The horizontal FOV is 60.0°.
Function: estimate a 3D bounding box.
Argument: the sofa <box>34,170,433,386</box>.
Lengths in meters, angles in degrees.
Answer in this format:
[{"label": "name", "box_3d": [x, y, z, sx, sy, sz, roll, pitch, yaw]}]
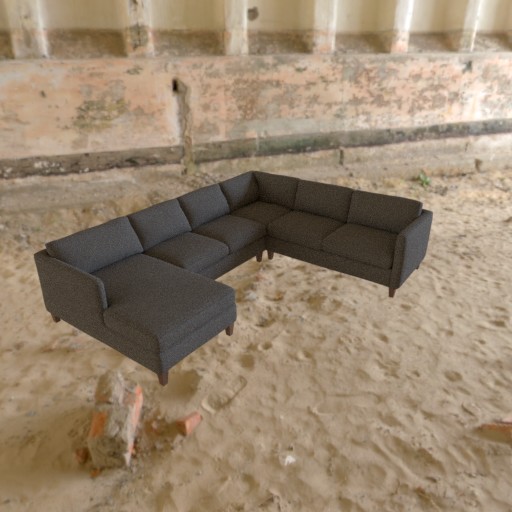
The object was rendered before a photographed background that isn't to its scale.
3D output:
[{"label": "sofa", "box_3d": [0.000, 0.000, 4.482, 2.551, 0.853, 3.238, 17, 31, 32]}]
